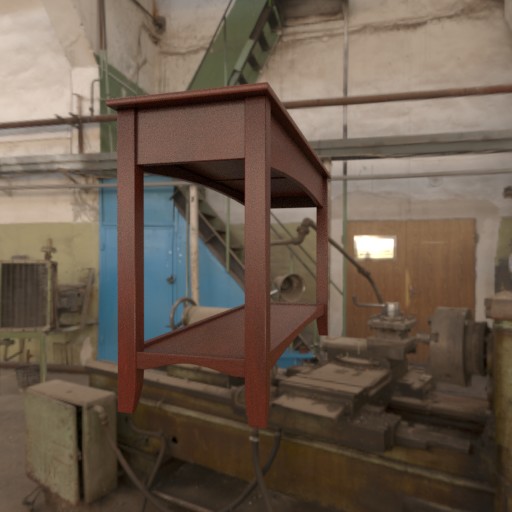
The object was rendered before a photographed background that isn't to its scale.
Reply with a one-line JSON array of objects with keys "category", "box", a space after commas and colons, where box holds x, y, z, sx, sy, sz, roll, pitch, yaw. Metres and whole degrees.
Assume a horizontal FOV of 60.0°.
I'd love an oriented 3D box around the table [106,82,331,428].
[{"category": "table", "box": [0.000, 0.000, 1.552, 0.392, 0.739, 1.188, 0, 1, 16]}]
